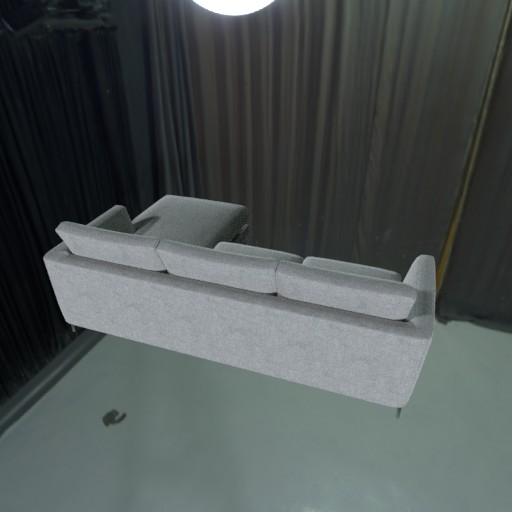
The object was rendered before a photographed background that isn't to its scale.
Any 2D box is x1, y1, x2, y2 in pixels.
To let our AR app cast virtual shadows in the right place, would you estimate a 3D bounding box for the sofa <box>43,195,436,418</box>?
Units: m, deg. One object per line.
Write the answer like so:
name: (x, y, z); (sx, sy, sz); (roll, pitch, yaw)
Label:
sofa: (0.000, 0.000, 3.275); (2.438, 0.864, 1.626); (10, 33, 16)
